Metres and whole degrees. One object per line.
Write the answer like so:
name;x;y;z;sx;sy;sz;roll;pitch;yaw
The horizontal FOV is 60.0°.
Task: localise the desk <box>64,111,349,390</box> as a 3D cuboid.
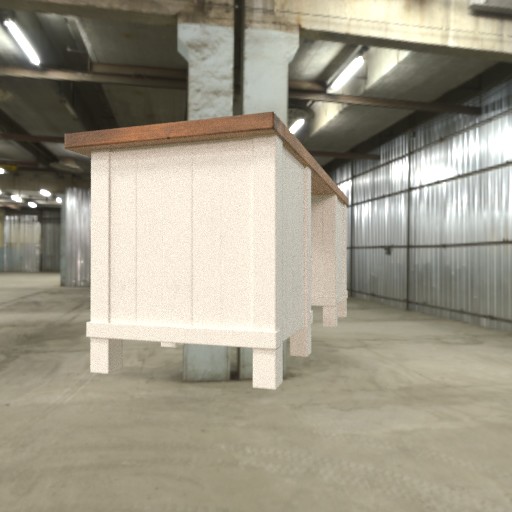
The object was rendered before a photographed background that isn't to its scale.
desk;0.000;0.000;2.152;0.688;0.760;1.803;0;-1;18
